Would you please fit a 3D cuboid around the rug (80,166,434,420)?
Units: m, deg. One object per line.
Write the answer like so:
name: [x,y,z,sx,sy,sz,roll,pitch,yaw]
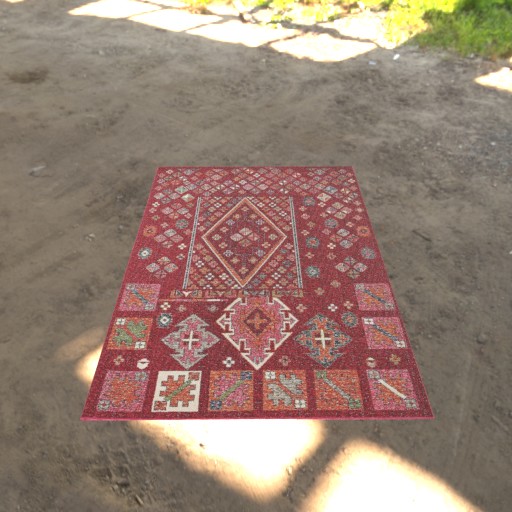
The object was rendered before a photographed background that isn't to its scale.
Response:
rug: [0.000,0.000,4.213,2.389,0.011,3.306,0,42,0]
